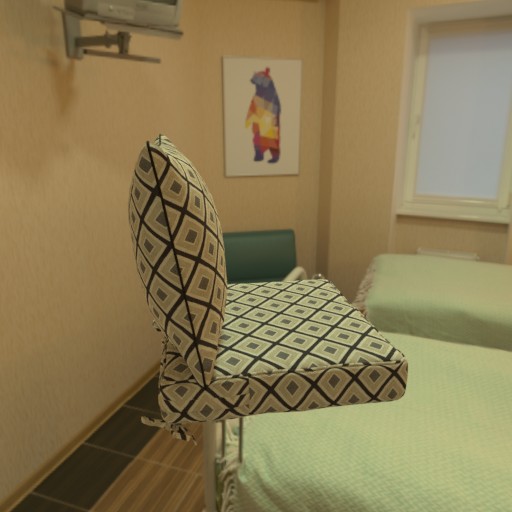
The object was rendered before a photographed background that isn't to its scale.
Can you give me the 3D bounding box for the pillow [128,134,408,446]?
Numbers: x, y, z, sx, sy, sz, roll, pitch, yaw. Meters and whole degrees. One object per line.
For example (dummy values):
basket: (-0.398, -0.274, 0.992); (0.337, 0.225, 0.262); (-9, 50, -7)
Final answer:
pillow: (0.000, 0.000, 1.373); (0.733, 0.722, 0.798); (-3, 16, -9)
